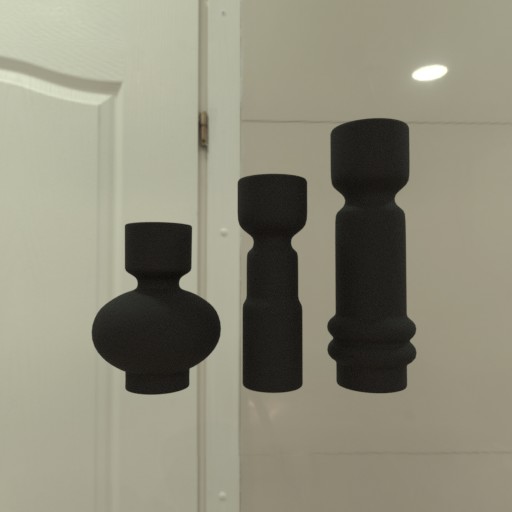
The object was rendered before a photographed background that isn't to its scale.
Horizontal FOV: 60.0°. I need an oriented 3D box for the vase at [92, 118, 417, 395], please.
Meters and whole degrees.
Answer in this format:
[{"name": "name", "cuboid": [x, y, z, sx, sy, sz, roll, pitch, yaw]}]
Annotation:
[{"name": "vase", "cuboid": [0.000, 0.000, 0.430, 0.307, 0.249, 0.120, 0, -2, -2]}]
